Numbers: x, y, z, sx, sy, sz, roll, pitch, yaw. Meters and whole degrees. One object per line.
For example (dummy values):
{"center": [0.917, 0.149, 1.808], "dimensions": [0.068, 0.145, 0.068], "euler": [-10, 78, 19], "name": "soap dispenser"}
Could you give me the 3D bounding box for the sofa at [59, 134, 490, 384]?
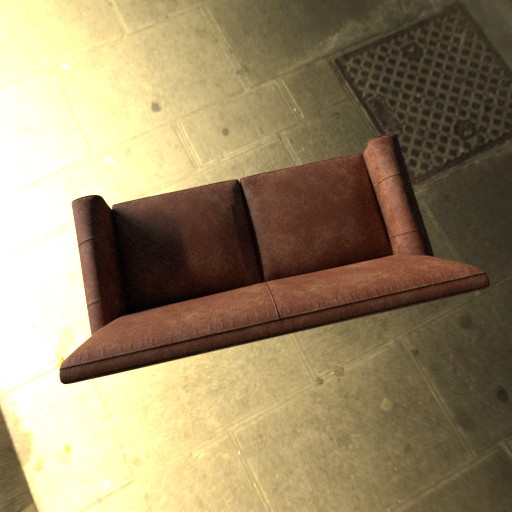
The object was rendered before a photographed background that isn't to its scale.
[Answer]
{"center": [0.000, 0.000, 1.983], "dimensions": [1.473, 0.871, 0.787], "euler": [-12, 76, -3], "name": "sofa"}
